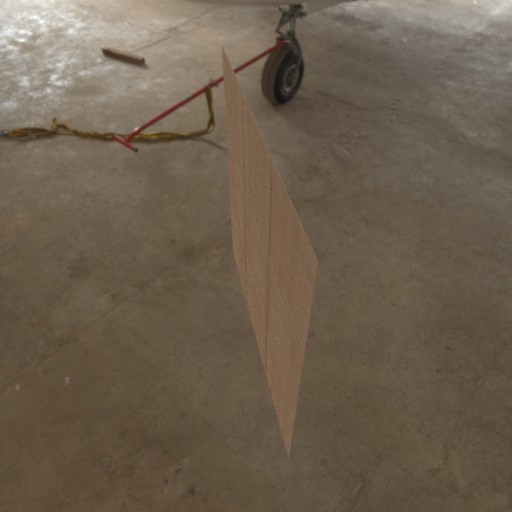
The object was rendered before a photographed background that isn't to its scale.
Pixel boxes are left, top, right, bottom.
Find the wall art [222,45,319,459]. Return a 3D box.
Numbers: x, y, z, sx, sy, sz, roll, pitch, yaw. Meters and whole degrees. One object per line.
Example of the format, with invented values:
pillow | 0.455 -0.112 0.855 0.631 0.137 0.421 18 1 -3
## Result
wall art | 0.000 0.000 2.255 0.002 1.505 1.517 -9 47 -9
